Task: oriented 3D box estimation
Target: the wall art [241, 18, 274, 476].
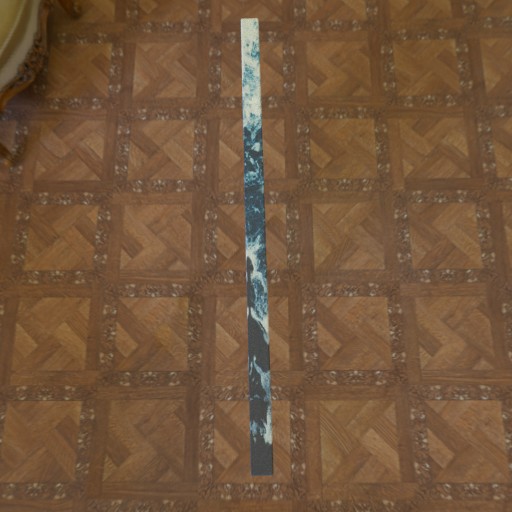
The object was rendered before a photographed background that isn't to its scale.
[{"bbox_3d":[0.000,0.000,1.146,0.042,0.610,0.915,-1,76,0],"label":"wall art"}]
